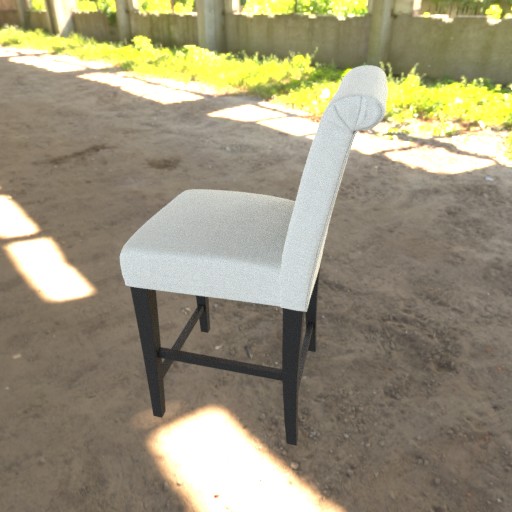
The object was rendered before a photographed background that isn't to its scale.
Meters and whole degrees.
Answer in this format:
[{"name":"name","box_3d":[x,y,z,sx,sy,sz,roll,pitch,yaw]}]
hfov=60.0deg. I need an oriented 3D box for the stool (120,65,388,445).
[{"name":"stool","box_3d":[0.000,0.000,1.265,0.597,0.976,0.452,7,31,12]}]
